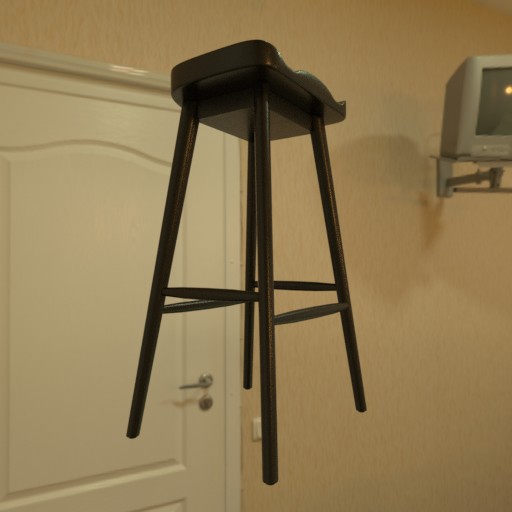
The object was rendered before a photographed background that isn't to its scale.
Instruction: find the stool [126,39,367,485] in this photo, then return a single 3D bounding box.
[{"bbox_3d":[0.000,0.000,0.995,0.361,0.749,0.440,0,-1,34],"label":"stool"}]
